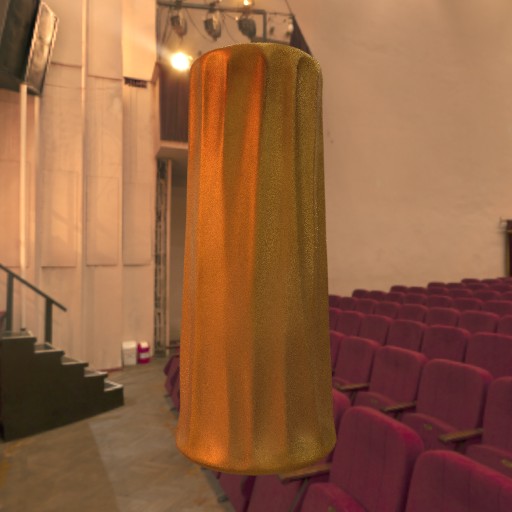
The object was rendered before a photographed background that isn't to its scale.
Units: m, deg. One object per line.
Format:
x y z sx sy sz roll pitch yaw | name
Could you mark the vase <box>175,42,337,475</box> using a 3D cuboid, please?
0.000 0.000 0.172 0.061 0.143 0.061 0 -1 0 | vase
